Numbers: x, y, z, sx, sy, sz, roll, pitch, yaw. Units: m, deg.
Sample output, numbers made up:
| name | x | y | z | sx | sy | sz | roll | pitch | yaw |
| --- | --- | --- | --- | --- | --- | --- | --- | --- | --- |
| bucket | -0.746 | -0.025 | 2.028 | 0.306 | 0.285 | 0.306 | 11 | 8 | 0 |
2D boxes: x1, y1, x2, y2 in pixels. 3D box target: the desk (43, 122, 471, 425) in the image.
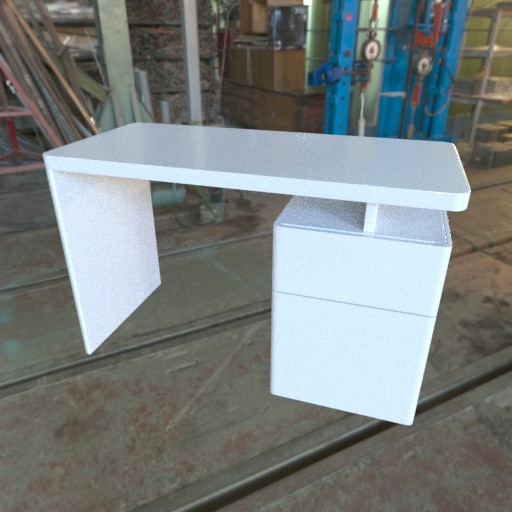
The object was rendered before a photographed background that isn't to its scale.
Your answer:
| name | x | y | z | sx | sy | sz | roll | pitch | yaw |
| --- | --- | --- | --- | --- | --- | --- | --- | --- | --- |
| desk | 0.000 | 0.000 | 1.565 | 1.200 | 0.760 | 0.550 | 8 | 28 | 16 |
